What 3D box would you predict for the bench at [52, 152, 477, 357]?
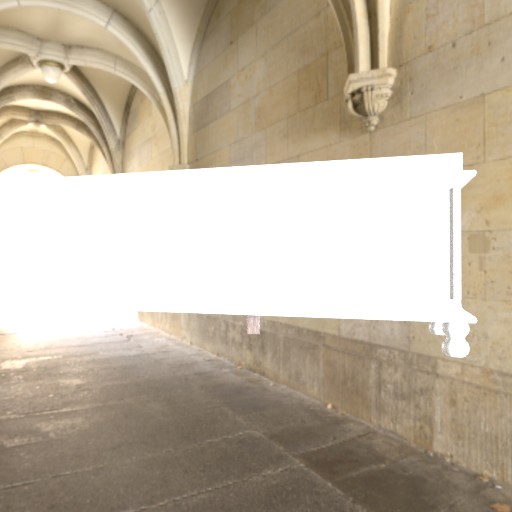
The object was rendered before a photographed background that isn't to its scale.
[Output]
[{"bbox_3d":[0.000,0.000,1.387,1.185,0.486,0.402,0,0,16],"label":"bench"}]
